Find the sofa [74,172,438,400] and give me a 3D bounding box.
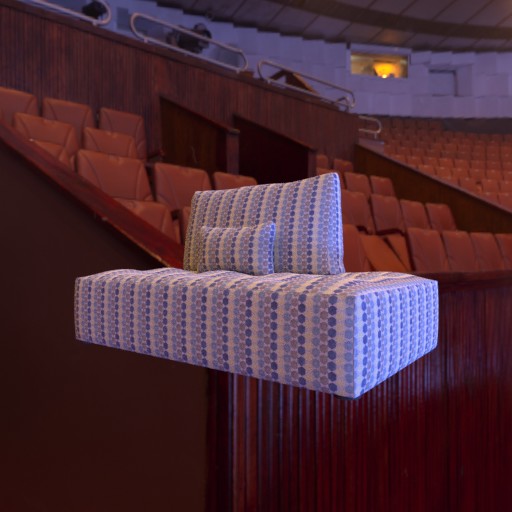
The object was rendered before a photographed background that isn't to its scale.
[{"bbox_3d":[0.000,0.000,2.064,1.450,0.820,1.000,0,1,37],"label":"sofa"}]
